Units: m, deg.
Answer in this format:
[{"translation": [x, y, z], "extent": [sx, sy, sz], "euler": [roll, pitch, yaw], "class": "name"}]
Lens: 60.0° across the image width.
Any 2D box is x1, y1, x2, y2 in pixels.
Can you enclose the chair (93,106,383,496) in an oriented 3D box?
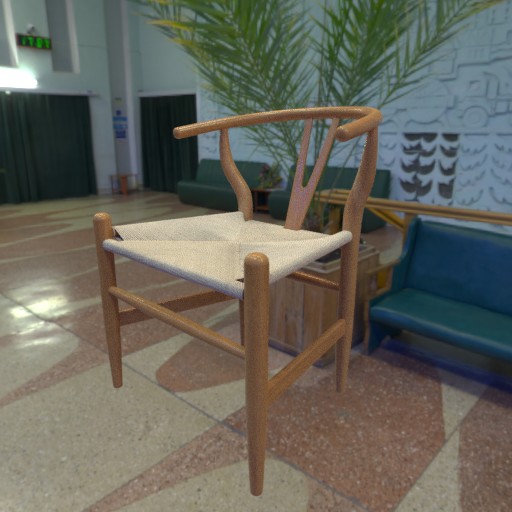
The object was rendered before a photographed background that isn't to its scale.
[{"translation": [0.000, 0.000, 1.115], "extent": [0.569, 0.730, 0.579], "euler": [15, 22, 42], "class": "chair"}]
